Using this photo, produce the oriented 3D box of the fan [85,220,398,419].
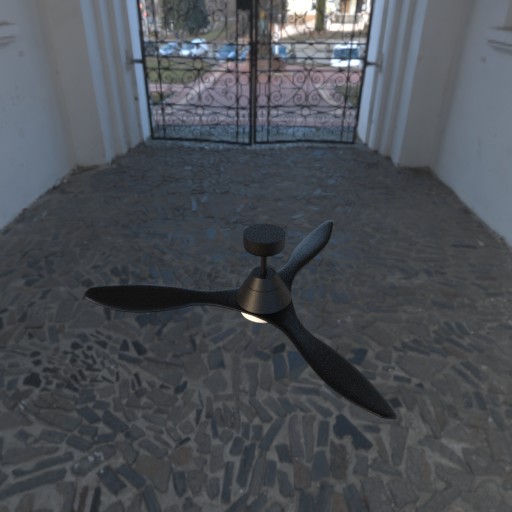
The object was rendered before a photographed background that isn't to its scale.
[{"bbox_3d":[0.000,0.000,1.624,1.067,0.305,1.067,9,32,15],"label":"fan"}]
